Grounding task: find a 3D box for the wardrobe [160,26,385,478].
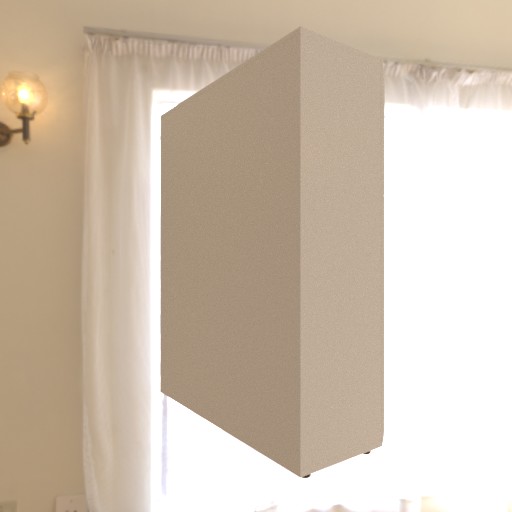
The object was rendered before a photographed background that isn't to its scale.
[{"bbox_3d":[0.000,0.000,1.627,0.360,1.200,0.900,0,0,-36],"label":"wardrobe"}]
